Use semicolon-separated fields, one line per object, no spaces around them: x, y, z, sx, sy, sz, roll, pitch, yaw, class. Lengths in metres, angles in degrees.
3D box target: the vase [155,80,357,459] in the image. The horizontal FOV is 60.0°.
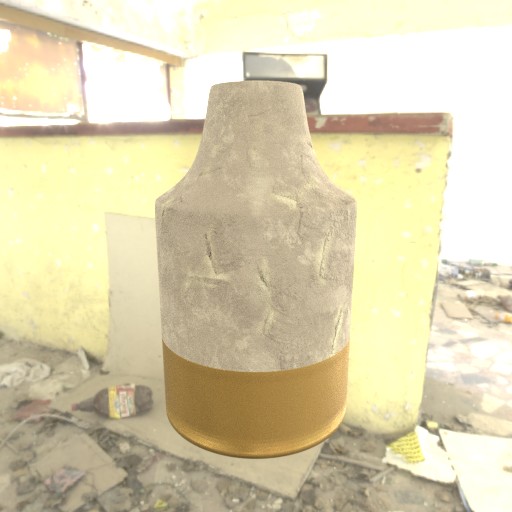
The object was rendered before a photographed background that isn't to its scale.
0.000;0.000;0.423;0.184;0.305;0.184;0;14;0;vase
